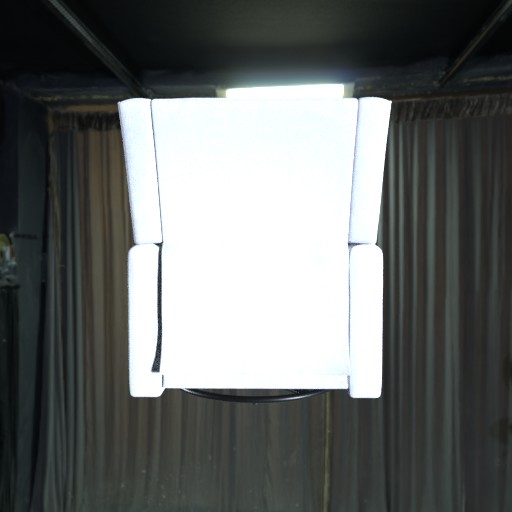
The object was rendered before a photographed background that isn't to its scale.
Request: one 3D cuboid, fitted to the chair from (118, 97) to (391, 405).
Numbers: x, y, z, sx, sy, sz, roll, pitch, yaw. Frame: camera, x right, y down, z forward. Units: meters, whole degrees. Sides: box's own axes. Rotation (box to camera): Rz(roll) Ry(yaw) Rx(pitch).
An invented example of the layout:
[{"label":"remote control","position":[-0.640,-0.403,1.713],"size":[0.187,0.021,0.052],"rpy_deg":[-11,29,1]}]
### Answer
[{"label":"chair","position":[0.000,0.000,1.678],"size":[0.906,0.967,0.854],"rpy_deg":[0,0,1]}]
